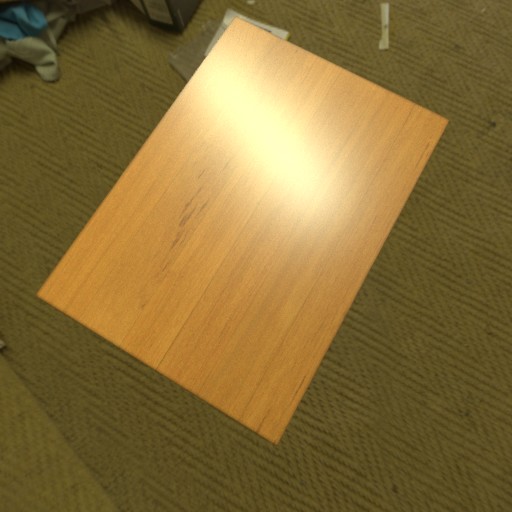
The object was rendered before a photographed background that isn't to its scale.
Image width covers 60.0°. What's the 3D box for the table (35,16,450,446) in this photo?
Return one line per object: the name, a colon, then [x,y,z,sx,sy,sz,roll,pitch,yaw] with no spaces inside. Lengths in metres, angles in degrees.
table: [0.000,0.000,0.951,0.400,0.605,0.550,29,77,7]
